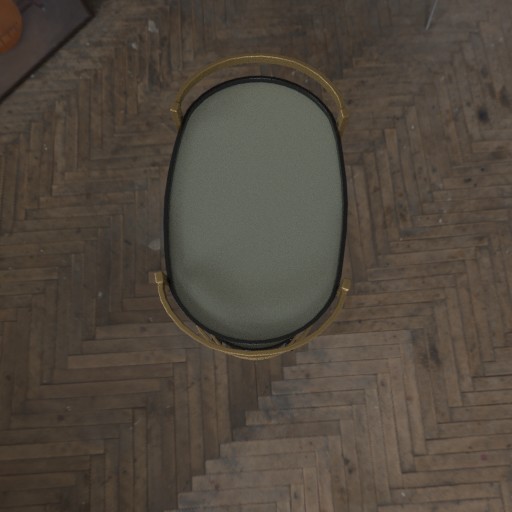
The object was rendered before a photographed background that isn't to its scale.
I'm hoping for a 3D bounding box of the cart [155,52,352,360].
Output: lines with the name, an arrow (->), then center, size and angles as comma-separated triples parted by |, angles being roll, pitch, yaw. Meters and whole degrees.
cart -> 0.000, 0.000, 1.138 | 0.311, 0.885, 0.515 | 2, 76, 1
